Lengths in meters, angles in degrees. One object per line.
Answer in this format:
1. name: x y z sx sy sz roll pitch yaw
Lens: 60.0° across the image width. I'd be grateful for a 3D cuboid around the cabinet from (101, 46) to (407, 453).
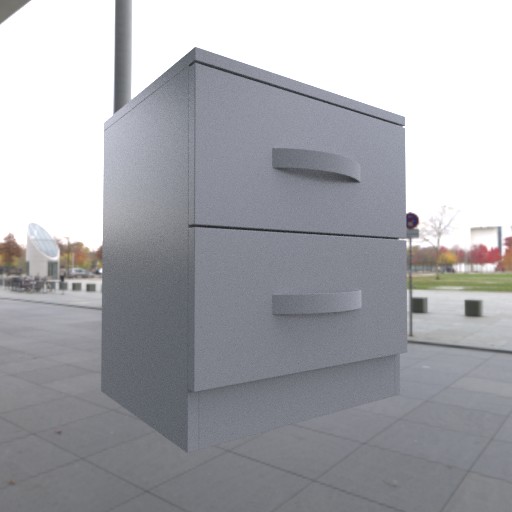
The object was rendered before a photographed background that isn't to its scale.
1. cabinet: 0.000 0.000 0.746 0.400 0.470 0.360 1 -2 -36
